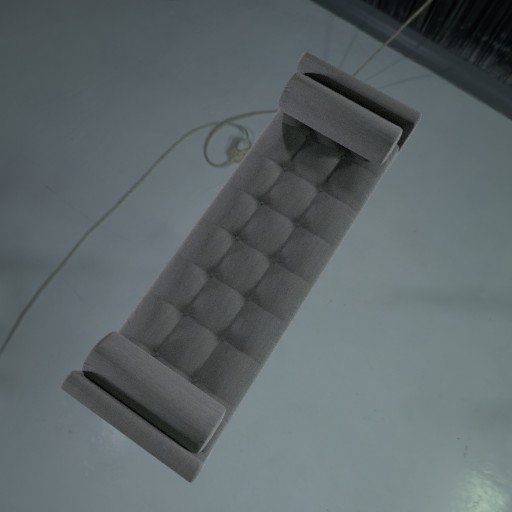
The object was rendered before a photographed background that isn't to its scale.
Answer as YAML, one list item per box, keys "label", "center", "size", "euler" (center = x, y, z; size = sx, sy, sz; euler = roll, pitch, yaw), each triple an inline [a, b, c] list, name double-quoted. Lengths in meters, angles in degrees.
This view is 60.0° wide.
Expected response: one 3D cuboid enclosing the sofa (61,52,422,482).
- label: "sofa"
  center: [0.000, 0.000, 2.298]
  size: [0.686, 0.635, 1.981]
  euler: [32, 77, 8]
